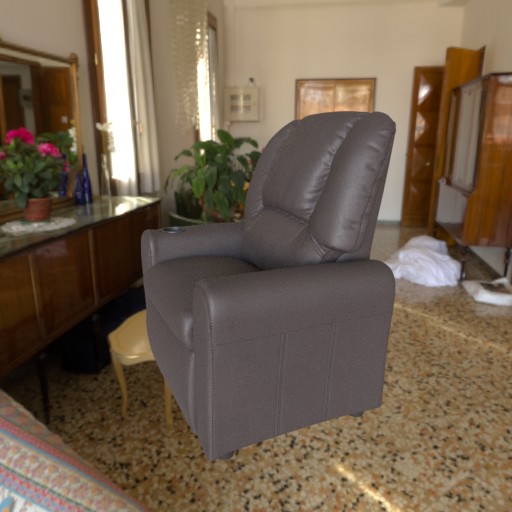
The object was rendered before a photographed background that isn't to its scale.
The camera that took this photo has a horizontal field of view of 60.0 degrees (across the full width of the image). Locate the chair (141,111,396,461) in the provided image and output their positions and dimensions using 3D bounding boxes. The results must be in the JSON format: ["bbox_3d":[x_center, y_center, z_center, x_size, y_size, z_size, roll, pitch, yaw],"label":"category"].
[{"bbox_3d":[0.000,0.000,1.133,0.521,0.709,0.610,-7,17,-24],"label":"chair"}]
